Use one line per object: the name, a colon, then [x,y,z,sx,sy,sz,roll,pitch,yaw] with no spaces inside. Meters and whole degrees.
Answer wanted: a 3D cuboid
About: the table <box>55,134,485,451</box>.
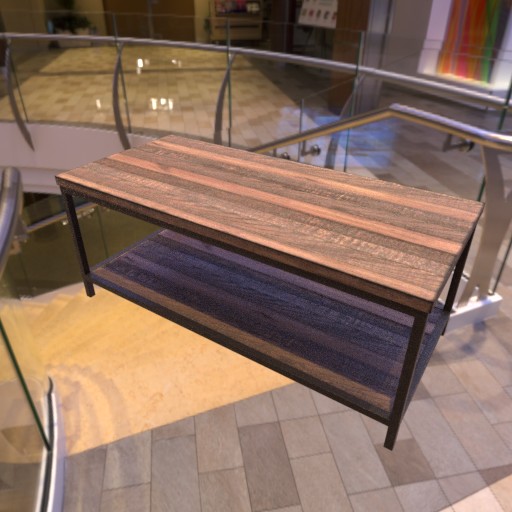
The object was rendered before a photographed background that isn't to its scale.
table: [0.000,0.000,1.215,0.990,0.399,0.452,19,37,28]
